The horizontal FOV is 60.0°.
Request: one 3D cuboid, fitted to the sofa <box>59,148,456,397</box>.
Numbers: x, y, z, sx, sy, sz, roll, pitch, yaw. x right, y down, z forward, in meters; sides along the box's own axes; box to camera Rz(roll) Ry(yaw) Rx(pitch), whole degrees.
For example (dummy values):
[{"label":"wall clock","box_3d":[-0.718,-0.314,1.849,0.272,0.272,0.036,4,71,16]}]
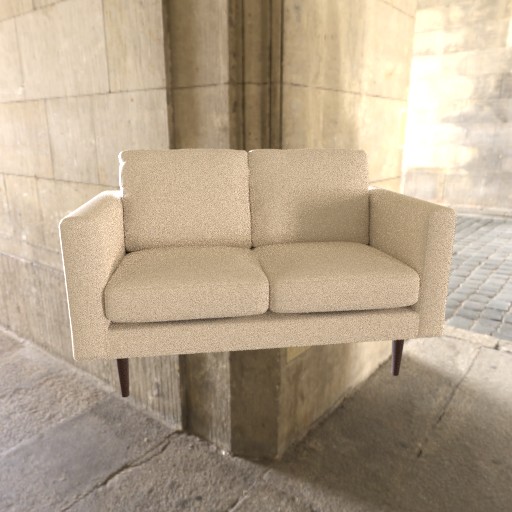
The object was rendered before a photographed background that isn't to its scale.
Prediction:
[{"label":"sofa","box_3d":[0.000,0.000,1.958,1.430,0.908,0.796,-2,16,-8]}]
